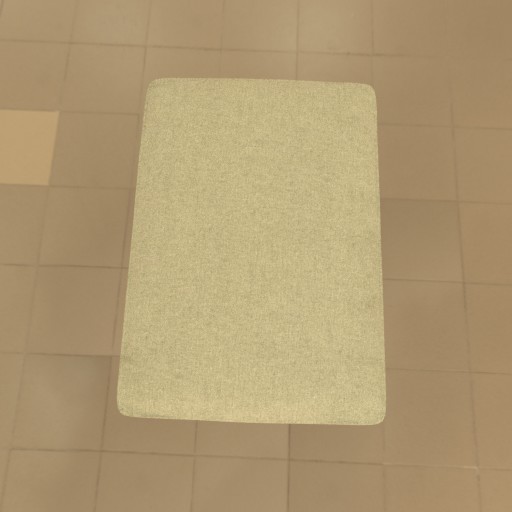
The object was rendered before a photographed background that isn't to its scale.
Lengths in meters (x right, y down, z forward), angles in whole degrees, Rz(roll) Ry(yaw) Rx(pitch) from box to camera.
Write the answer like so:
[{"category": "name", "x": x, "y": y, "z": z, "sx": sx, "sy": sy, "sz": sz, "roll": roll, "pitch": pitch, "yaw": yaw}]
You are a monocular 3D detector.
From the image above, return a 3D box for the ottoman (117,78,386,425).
[{"category": "ottoman", "x": 0.000, "y": 0.000, "z": 1.238, "sx": 0.611, "sy": 0.508, "sz": 0.848, "roll": 2, "pitch": 77, "yaw": 0}]
